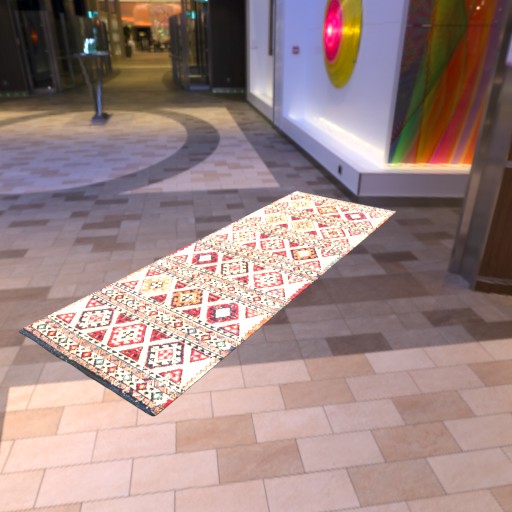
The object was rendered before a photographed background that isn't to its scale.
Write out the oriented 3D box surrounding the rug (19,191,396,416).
[{"bbox_3d":[0.000,0.000,2.542,0.832,0.008,2.362,17,31,31],"label":"rug"}]
